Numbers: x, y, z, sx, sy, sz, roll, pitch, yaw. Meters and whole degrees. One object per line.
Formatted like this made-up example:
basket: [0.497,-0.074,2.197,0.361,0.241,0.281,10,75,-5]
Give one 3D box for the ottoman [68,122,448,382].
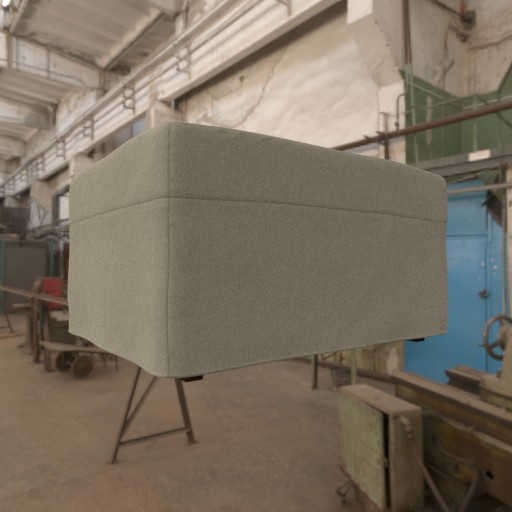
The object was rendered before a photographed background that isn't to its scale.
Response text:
ottoman: [0.000,0.000,1.206,0.833,0.461,0.648,1,-1,-36]
